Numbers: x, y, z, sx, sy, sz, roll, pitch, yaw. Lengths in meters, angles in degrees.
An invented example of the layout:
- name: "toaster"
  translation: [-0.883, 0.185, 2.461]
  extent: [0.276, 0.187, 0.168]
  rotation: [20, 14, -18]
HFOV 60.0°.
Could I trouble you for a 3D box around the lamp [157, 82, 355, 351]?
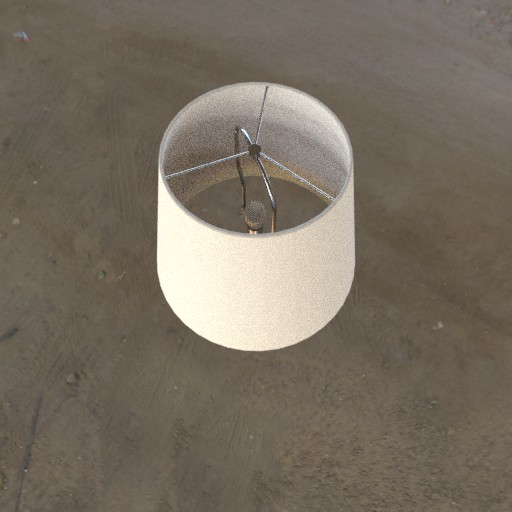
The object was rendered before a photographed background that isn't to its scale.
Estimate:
- name: "lamp"
  translation: [0.000, 0.000, 0.807]
  extent: [0.355, 0.582, 0.355]
  rotation: [0, 64, 0]
